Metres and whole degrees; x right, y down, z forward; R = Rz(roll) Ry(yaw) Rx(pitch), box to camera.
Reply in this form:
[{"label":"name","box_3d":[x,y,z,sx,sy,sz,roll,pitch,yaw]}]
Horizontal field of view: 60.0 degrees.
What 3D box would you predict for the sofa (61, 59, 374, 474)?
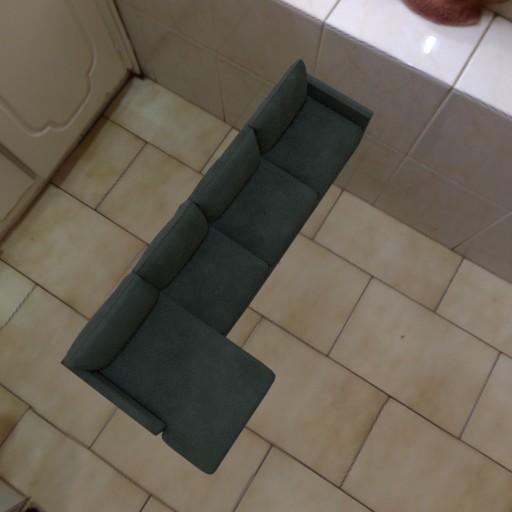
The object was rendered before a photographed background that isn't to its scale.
[{"label":"sofa","box_3d":[0.000,0.000,3.974,1.500,0.967,3.400,34,78,8]}]
